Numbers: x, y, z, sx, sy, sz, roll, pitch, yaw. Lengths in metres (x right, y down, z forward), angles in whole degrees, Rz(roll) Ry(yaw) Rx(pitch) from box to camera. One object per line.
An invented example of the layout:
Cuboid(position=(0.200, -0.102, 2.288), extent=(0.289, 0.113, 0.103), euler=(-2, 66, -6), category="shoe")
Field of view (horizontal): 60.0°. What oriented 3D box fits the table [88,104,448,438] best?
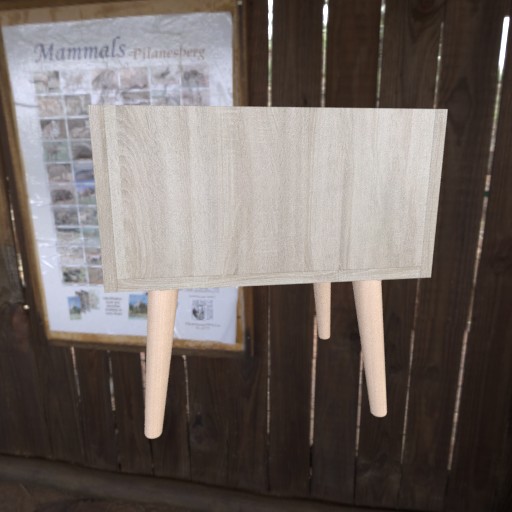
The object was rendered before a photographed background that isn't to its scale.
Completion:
Cuboid(position=(0.000, 0.000, 0.780), extent=(0.450, 0.470, 0.370), euler=(-2, 14, -8), category="table")
